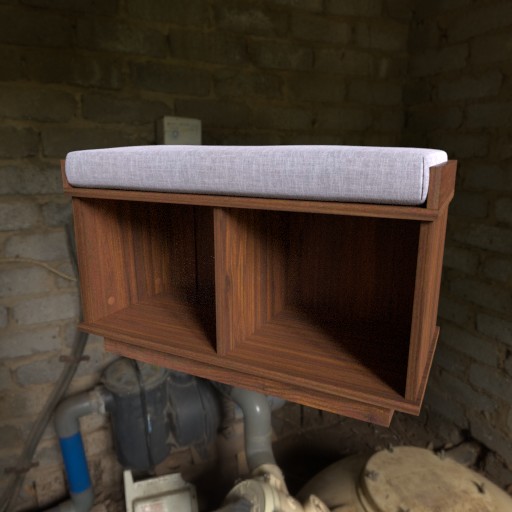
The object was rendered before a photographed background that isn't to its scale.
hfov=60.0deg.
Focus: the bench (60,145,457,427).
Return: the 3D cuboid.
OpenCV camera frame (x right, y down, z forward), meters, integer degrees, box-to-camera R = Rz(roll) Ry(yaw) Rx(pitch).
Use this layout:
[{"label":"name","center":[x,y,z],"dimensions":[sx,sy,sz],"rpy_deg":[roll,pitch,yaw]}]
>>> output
[{"label":"bench","center":[0.000,0.000,0.952],"dimensions":[0.734,0.461,0.362],"rpy_deg":[7,15,26]}]
